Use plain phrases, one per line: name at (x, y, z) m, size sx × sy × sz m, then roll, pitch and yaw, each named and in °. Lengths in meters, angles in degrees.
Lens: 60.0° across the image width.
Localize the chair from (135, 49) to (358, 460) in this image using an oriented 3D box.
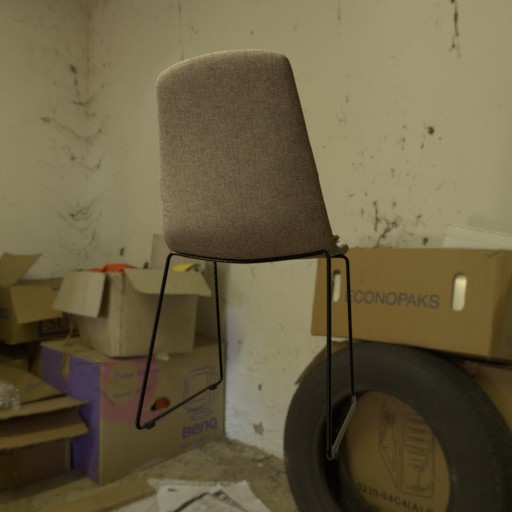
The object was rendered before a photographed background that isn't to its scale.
chair at (0.000, 0.000, 1.167) m, size 0.479 × 0.858 × 0.518 m, roll 0°, pitch -1°, yaw 20°
